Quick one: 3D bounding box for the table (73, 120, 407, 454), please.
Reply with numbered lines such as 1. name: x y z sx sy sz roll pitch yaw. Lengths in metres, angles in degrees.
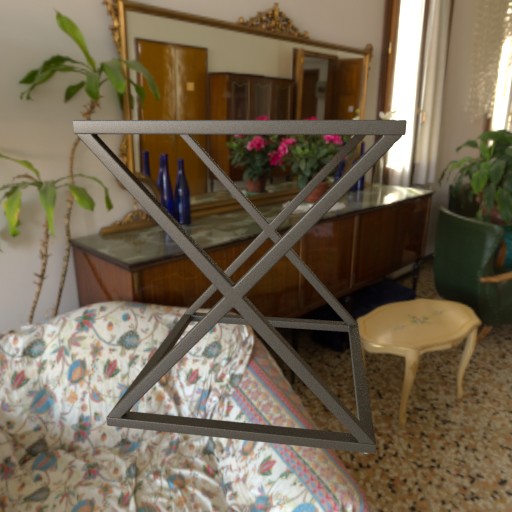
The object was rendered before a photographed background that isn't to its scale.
1. table: 0.000 0.000 0.967 0.500 0.565 0.500 3 17 8
